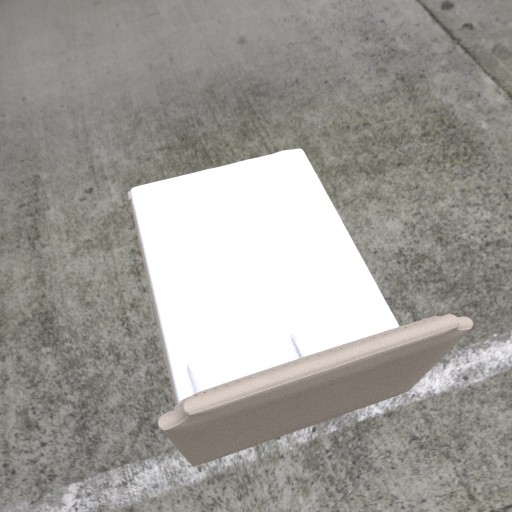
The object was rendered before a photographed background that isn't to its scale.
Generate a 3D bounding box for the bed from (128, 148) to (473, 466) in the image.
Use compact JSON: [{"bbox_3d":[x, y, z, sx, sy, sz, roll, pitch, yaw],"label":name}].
[{"bbox_3d":[0.000,0.000,3.316,1.713,1.443,2.372,-15,58,-10],"label":"bed"}]
